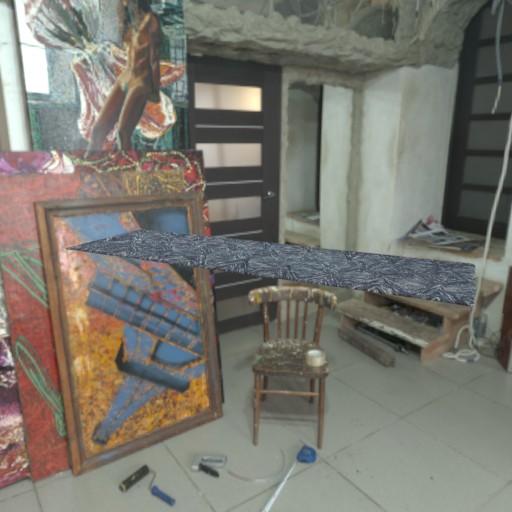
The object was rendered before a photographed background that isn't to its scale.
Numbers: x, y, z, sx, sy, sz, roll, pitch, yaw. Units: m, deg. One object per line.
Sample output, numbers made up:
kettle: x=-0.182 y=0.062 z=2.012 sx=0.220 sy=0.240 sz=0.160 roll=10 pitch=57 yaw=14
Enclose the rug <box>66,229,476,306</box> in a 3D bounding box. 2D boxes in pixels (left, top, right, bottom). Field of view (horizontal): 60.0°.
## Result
rug: x=0.000 y=0.000 z=2.581 sx=2.306 sy=0.013 sz=0.719 roll=7 pitch=16 yaw=25
